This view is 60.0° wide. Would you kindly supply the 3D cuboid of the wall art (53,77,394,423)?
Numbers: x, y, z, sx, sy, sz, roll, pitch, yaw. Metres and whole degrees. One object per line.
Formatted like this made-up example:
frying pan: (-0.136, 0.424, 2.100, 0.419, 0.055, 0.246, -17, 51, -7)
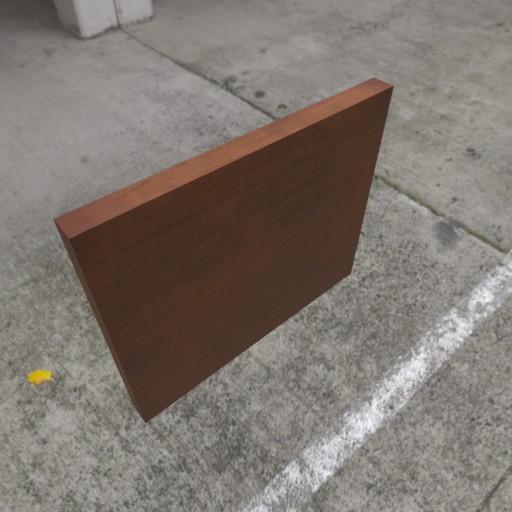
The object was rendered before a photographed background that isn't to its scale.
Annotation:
wall art: (0.000, 0.000, 0.554, 0.401, 0.328, 0.030, -31, 53, -27)
